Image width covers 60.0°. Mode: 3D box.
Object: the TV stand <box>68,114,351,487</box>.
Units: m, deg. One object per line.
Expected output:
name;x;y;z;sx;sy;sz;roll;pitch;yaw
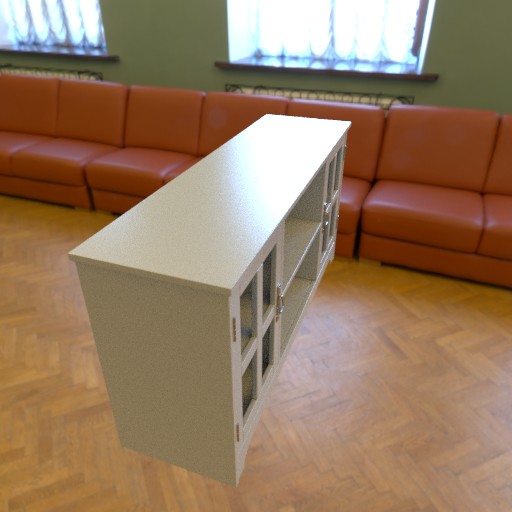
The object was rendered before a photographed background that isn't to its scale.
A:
TV stand;0.000;0.000;1.429;0.344;0.603;1.167;11;33;17
